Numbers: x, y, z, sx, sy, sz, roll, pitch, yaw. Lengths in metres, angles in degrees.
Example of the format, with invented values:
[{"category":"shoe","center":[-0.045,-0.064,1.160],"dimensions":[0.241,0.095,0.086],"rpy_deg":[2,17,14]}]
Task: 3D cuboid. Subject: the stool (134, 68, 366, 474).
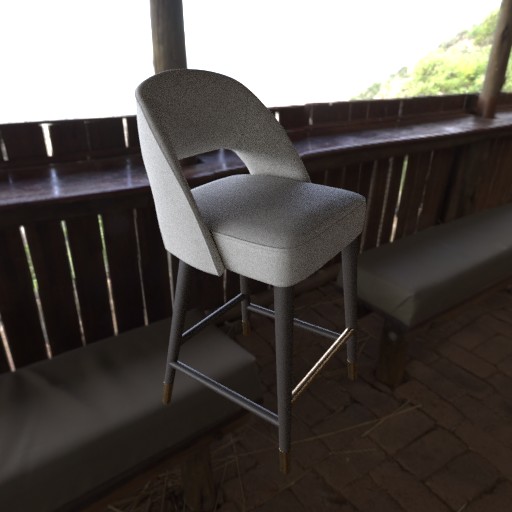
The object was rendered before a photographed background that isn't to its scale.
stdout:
[{"category":"stool","center":[0.000,0.000,1.227],"dimensions":[0.509,0.940,0.494],"rpy_deg":[17,31,31]}]
